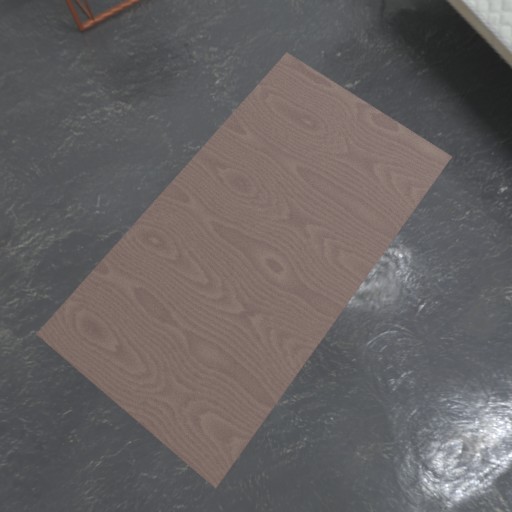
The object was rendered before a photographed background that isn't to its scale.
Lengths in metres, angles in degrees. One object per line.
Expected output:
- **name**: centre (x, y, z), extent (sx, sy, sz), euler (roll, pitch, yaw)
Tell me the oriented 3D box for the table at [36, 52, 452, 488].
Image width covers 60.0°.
- **table**: centre (0.000, 0.000, 1.494), extent (0.651, 0.347, 1.197), euler (36, 77, 9)
